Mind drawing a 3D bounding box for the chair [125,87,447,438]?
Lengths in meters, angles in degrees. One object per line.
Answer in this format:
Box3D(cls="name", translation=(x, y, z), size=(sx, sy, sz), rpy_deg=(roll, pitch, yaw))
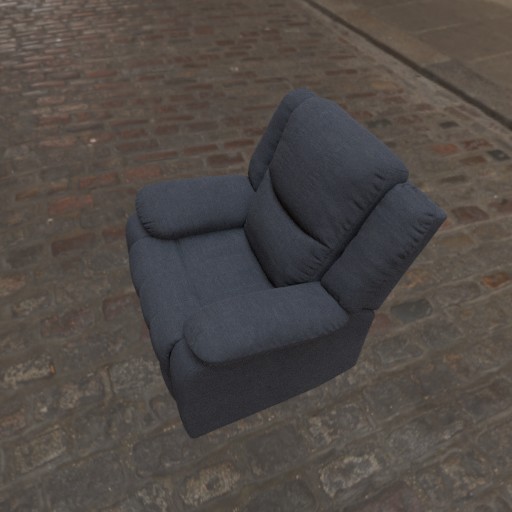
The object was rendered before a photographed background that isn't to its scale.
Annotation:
Box3D(cls="chair", translation=(0.000, 0.000, 1.732), size=(0.944, 1.008, 0.899), rpy_deg=(-17, 49, -16))
